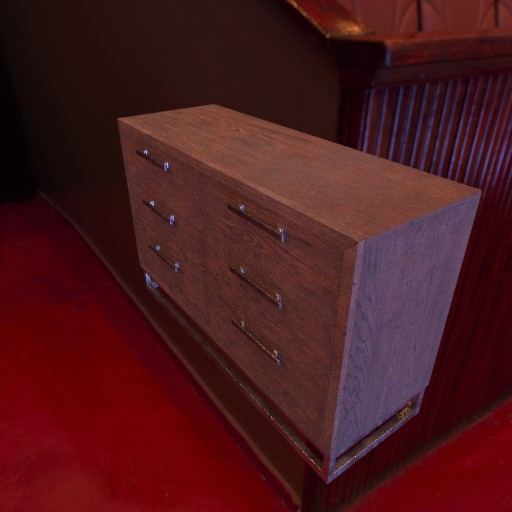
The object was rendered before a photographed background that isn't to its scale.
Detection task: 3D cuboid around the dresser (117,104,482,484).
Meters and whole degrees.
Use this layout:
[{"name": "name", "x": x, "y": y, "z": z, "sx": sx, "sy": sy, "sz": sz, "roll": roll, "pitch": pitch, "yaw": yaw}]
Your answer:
[{"name": "dresser", "x": 0.000, "y": 0.000, "z": 2.126, "sx": 0.623, "sy": 1.061, "sz": 1.646, "roll": -21, "pitch": 36, "yaw": -31}]
